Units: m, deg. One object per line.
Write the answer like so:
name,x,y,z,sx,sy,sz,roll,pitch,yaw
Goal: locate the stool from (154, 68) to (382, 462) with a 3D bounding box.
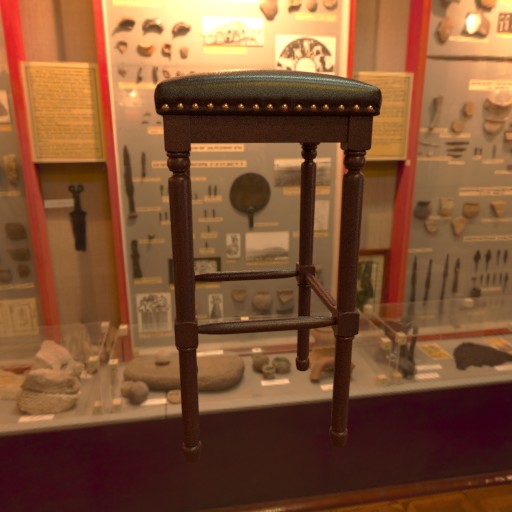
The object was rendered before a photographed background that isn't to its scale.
stool,0.000,0.000,0.989,0.383,0.768,0.382,-2,16,-8
